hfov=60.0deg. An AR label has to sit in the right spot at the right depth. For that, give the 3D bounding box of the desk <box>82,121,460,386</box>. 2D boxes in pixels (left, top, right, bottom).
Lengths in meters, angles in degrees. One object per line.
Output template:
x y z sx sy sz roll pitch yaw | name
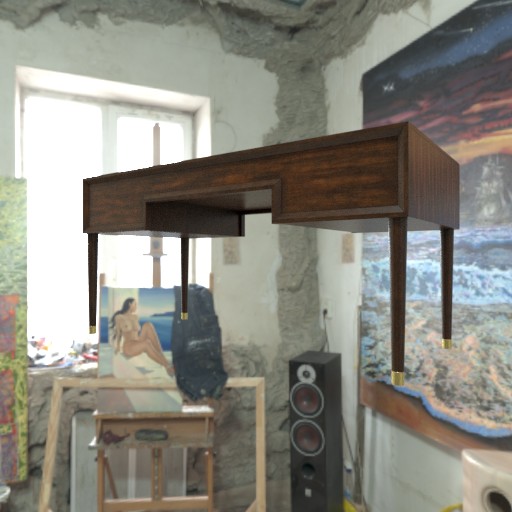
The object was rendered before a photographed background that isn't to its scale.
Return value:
0.000 0.000 2.008 1.575 0.762 0.724 0 0 35 | desk
